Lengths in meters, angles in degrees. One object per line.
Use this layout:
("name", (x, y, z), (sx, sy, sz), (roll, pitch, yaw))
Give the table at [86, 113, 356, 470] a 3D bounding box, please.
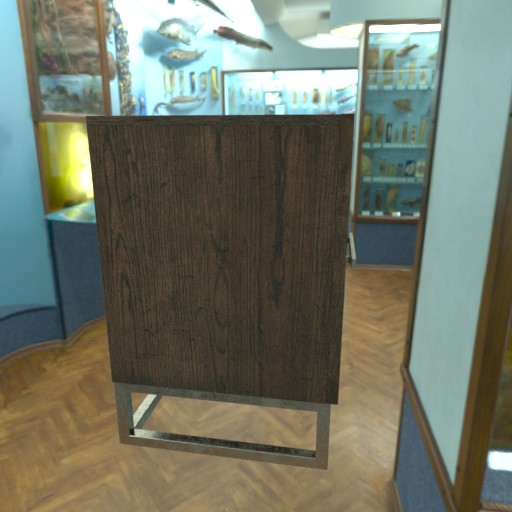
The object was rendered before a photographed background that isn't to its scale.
("table", (0.000, 0.000, 1.267), (0.542, 0.746, 0.767), (3, 16, 10))
